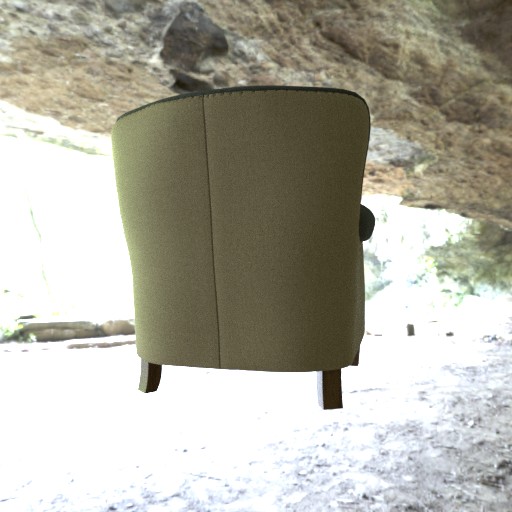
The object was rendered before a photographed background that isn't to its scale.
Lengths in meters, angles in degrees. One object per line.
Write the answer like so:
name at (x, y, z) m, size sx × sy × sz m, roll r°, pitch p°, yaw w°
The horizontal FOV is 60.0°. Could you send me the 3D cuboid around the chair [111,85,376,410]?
chair at (0.000, 0.000, 1.643) m, size 0.861 × 0.936 × 0.921 m, roll 0°, pitch -1°, yaw 19°
